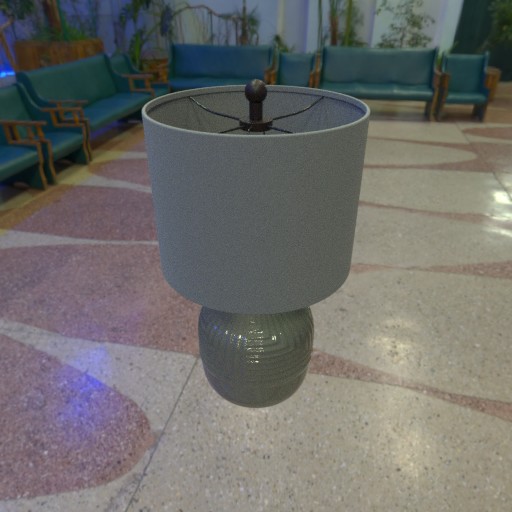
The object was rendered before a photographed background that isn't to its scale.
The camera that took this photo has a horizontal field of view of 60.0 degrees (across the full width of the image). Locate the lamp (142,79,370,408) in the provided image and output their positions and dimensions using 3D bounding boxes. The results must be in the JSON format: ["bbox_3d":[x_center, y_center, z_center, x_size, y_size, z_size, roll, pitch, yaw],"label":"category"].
[{"bbox_3d":[0.000,0.000,0.757,0.318,0.567,0.318,0,31,0],"label":"lamp"}]
